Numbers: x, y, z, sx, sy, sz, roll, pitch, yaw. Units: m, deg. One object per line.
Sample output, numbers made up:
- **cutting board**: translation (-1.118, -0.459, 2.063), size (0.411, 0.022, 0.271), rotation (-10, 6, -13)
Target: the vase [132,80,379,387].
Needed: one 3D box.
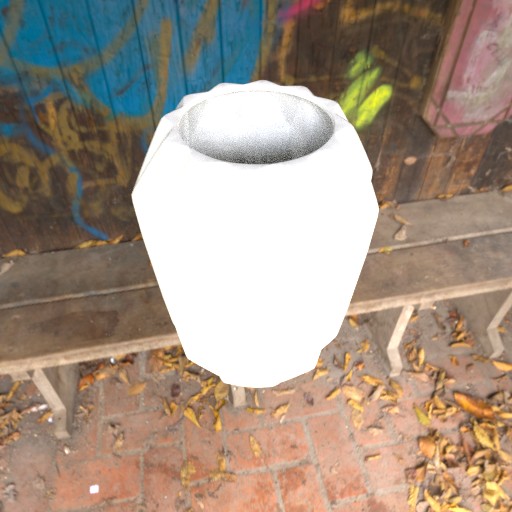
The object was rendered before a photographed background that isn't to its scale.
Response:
- **vase**: translation (0.000, 0.000, 0.411), size (0.195, 0.275, 0.195), rotation (0, 45, 0)
